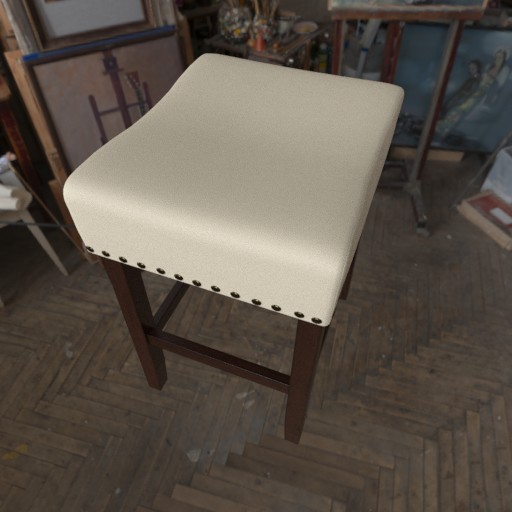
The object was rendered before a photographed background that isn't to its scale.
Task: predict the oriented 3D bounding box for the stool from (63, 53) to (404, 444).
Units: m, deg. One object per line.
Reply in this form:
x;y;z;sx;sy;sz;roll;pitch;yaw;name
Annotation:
0.000;0.000;0.912;0.401;0.609;0.471;16;50;14;stool
